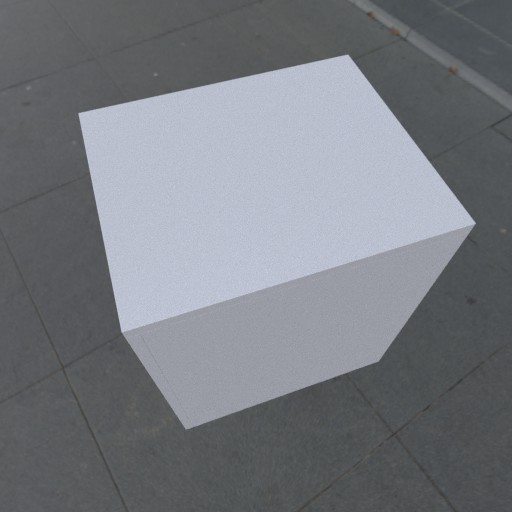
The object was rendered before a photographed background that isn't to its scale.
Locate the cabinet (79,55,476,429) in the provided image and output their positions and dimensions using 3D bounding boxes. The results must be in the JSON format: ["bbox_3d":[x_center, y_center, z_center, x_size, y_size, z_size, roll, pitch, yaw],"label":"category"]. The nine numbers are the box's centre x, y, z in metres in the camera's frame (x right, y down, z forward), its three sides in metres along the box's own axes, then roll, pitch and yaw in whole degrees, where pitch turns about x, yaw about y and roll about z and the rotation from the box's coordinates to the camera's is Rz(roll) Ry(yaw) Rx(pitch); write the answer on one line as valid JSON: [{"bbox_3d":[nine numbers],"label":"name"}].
[{"bbox_3d":[0.000,0.000,0.754,0.400,0.470,0.360,-16,59,-10],"label":"cabinet"}]
